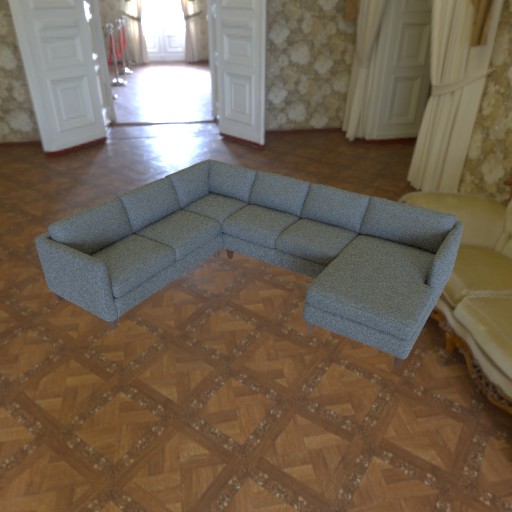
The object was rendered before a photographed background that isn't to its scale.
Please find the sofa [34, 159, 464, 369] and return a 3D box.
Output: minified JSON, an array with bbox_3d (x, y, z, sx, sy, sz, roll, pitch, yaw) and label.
[{"bbox_3d":[0.000,0.000,4.297,3.238,0.853,2.551,18,35,28],"label":"sofa"}]
